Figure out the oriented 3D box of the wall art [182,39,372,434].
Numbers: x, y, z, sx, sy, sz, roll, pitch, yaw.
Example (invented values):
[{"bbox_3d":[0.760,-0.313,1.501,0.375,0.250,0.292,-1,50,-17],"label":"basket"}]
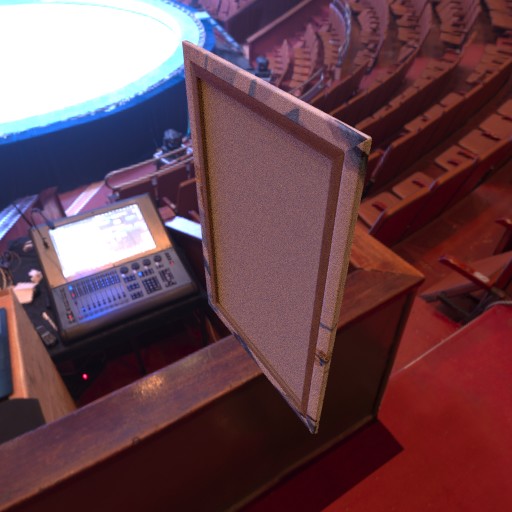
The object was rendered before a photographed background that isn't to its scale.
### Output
[{"bbox_3d":[0.000,0.000,1.156,0.016,0.914,0.610,-24,47,-25],"label":"wall art"}]
